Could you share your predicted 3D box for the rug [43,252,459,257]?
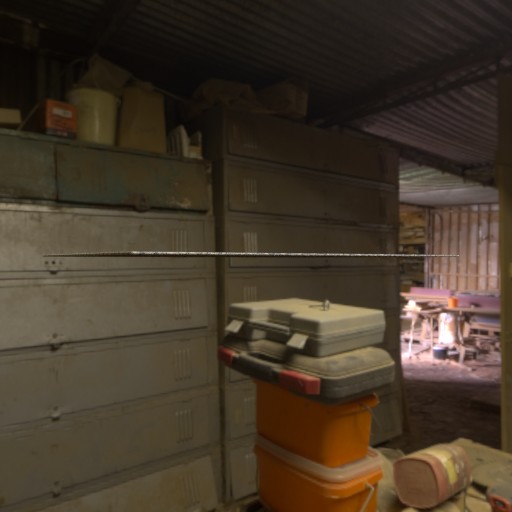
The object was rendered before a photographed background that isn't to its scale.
[{"bbox_3d":[0.000,0.000,2.332,1.824,0.008,1.220,0,-1,-37],"label":"rug"}]
